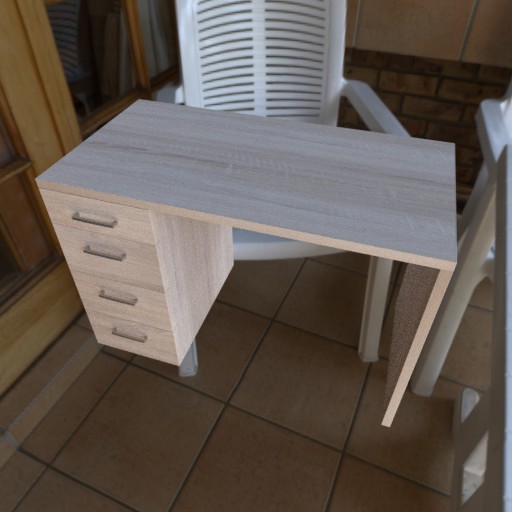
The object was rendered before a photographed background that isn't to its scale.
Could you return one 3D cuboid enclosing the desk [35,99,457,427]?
[{"bbox_3d":[0.000,0.000,1.530,1.100,0.731,0.600,12,43,13],"label":"desk"}]
